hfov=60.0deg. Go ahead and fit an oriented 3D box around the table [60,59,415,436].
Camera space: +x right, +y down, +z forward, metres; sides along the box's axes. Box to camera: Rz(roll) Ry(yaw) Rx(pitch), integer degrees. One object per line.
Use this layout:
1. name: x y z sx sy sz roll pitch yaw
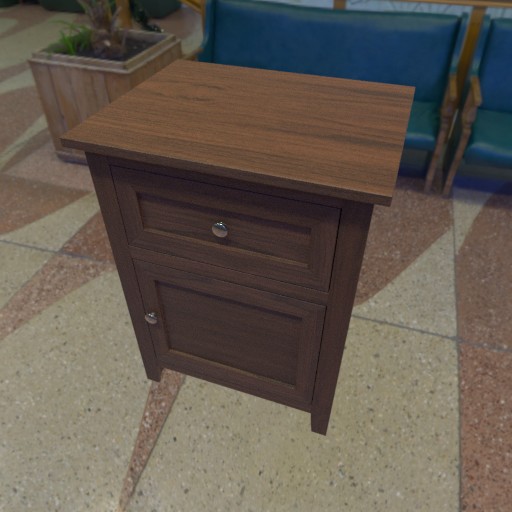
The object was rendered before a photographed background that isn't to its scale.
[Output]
1. table: 0.000 0.000 0.935 0.480 0.636 0.381 13 42 14
